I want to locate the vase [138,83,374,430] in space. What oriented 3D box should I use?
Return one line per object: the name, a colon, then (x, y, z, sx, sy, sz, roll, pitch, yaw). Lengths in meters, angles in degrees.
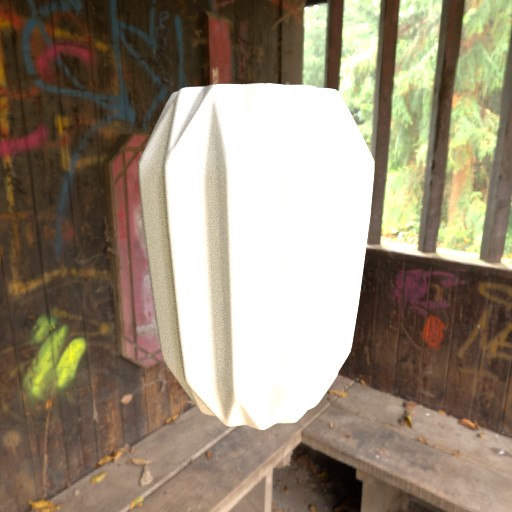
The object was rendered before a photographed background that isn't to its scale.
vase: (0.000, 0.000, 0.395, 0.195, 0.275, 0.195, 0, 15, 0)
